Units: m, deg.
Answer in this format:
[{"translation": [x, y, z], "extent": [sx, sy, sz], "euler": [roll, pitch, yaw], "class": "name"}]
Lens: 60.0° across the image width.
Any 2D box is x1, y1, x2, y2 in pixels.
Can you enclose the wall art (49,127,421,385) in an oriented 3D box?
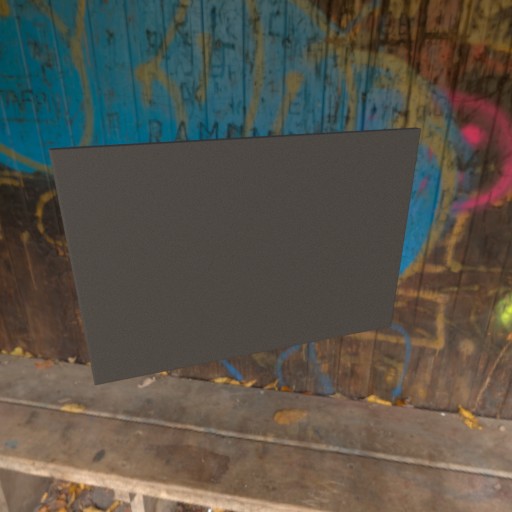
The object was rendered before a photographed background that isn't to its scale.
[{"translation": [0.000, 0.000, 1.249], "extent": [0.958, 0.656, 0.026], "euler": [-8, 26, -16], "class": "wall art"}]
